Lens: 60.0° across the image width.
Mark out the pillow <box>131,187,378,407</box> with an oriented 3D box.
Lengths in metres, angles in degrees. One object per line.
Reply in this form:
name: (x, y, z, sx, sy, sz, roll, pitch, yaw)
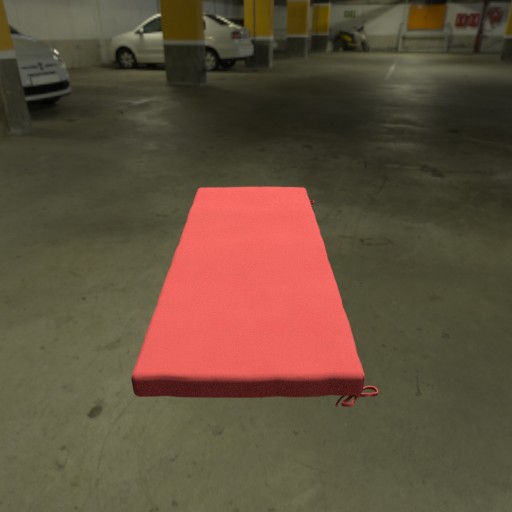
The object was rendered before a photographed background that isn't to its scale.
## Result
pillow: (0.000, 0.000, 1.368, 0.492, 0.081, 1.187, 0, 27, 0)
